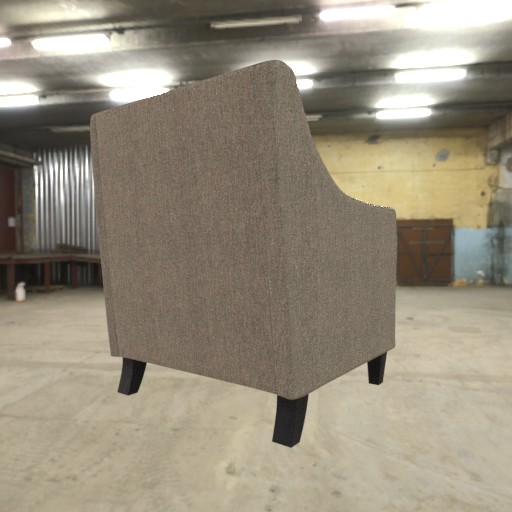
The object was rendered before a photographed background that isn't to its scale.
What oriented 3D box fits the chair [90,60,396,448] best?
[{"bbox_3d":[0.000,0.000,1.613,0.776,0.967,0.884,1,2,37],"label":"chair"}]
